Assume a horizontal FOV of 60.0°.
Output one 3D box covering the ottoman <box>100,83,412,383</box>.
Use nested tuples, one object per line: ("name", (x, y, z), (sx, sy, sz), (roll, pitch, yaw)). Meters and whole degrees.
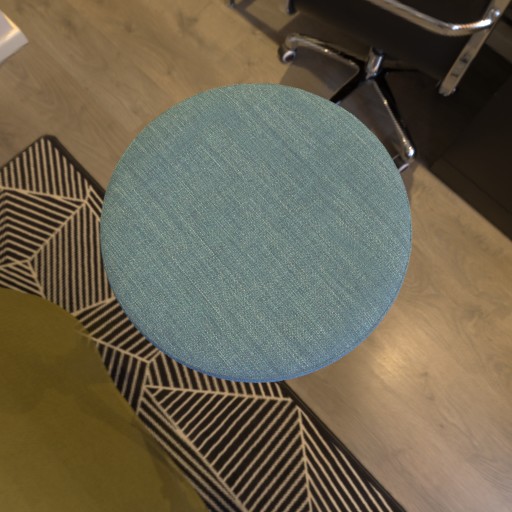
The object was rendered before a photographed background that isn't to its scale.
("ottoman", (0.000, 0.000, 0.734), (0.398, 0.406, 0.398), (0, 75, 0))
